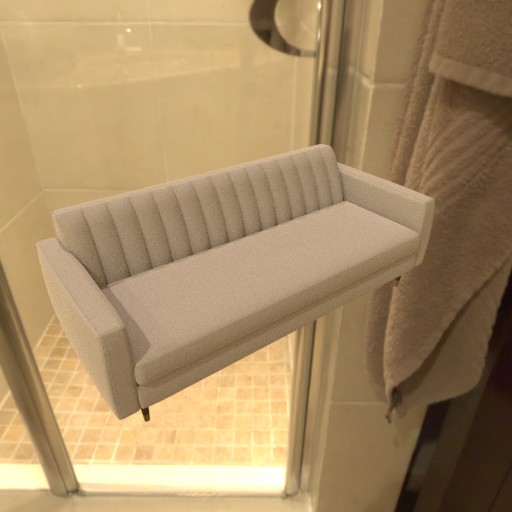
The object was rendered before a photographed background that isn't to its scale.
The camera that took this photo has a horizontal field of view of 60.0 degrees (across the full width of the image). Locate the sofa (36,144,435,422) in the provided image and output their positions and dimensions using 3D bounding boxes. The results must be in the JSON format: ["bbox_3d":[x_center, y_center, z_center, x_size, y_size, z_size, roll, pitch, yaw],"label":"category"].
[{"bbox_3d":[0.000,0.000,2.730,2.291,0.821,0.990,-21,37,-31],"label":"sofa"}]
